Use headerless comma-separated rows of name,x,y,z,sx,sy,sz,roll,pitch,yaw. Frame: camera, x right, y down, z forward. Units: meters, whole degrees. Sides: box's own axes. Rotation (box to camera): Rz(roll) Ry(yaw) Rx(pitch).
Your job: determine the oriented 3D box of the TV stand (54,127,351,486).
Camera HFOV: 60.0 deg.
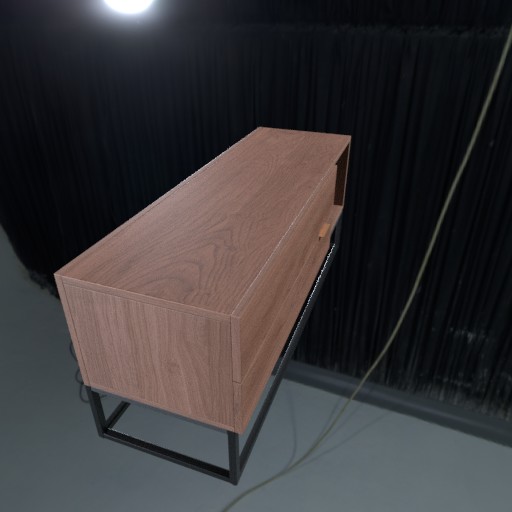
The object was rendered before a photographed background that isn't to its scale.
TV stand,0.000,0.000,1.430,0.415,0.500,1.200,11,32,17
